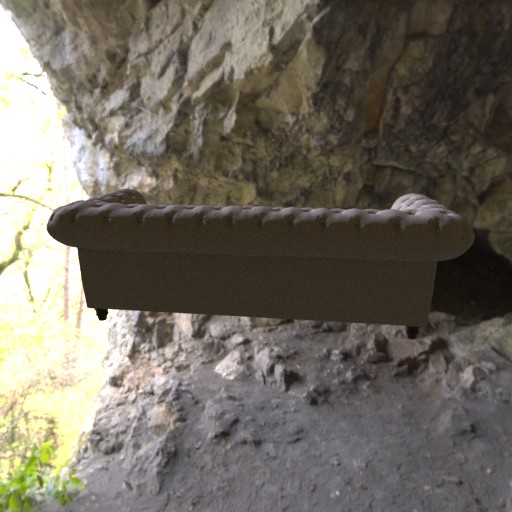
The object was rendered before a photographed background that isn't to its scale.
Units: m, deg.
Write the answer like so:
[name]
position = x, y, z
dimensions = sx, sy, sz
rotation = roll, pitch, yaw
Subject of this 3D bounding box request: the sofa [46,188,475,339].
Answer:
[sofa]
position = 0.000, 0.000, 3.191
dimensions = 2.694, 0.847, 1.076
rotation = 2, 15, 8
